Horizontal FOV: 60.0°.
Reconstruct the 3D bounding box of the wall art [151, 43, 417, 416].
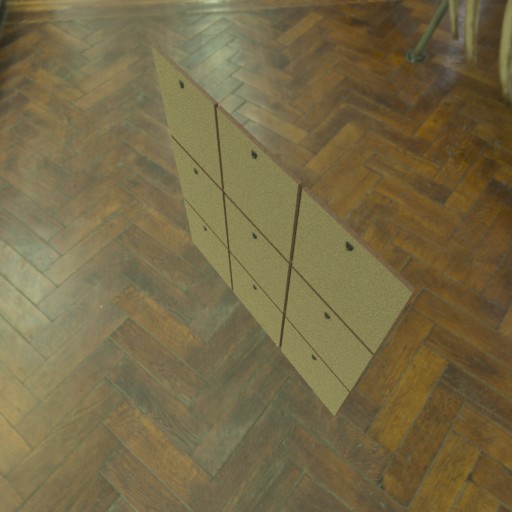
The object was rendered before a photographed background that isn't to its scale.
[{"bbox_3d":[0.000,0.000,1.801,0.024,1.218,1.221,-32,63,-19],"label":"wall art"}]
